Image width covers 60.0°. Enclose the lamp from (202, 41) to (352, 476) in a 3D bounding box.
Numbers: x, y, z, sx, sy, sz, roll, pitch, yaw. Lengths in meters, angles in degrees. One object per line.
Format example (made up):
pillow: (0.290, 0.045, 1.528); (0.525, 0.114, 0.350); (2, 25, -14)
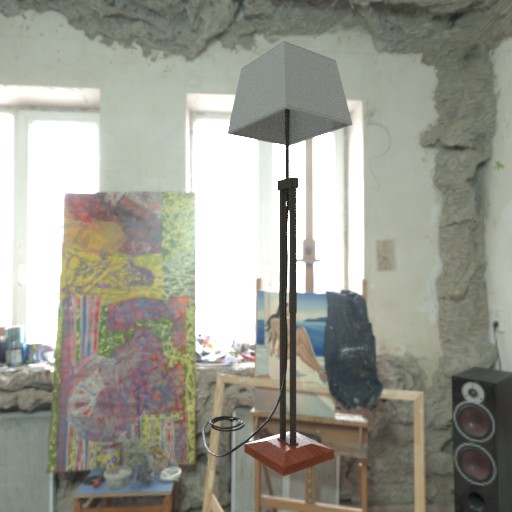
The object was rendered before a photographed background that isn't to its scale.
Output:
lamp: (0.000, 0.000, 2.019); (0.472, 1.712, 0.745); (1, -1, -35)
